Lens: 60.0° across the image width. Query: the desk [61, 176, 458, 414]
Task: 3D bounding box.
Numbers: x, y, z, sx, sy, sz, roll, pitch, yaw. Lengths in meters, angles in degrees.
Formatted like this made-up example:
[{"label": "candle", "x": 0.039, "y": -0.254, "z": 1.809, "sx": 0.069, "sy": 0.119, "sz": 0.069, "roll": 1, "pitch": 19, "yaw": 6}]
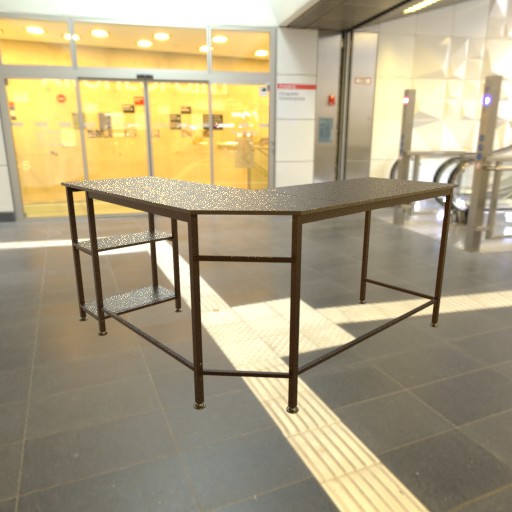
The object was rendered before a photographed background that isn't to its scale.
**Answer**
[{"label": "desk", "x": 0.000, "y": 0.000, "z": 2.272, "sx": 1.379, "sy": 0.739, "sz": 1.379, "roll": -14, "pitch": 21, "yaw": -41}]
